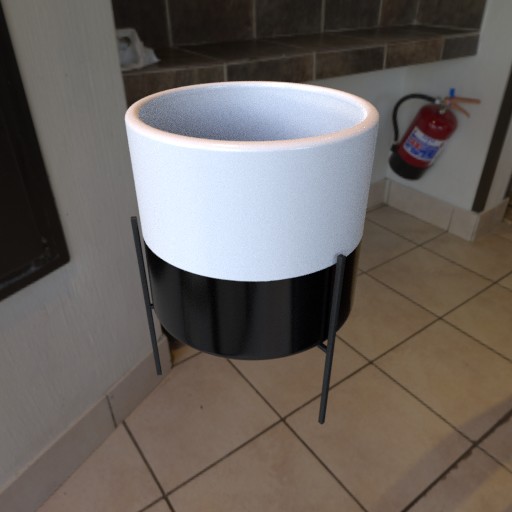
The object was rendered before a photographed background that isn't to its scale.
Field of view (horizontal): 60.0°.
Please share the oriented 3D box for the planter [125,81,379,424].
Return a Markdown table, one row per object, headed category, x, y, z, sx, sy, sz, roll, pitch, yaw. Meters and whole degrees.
| category | x | y | z | sx | sy | sz | roll | pitch | yaw |
| --- | --- | --- | --- | --- | --- | --- | --- | --- | --- |
| planter | 0.000 | 0.000 | 0.650 | 0.310 | 0.432 | 0.310 | 21 | 38 | 29 |
